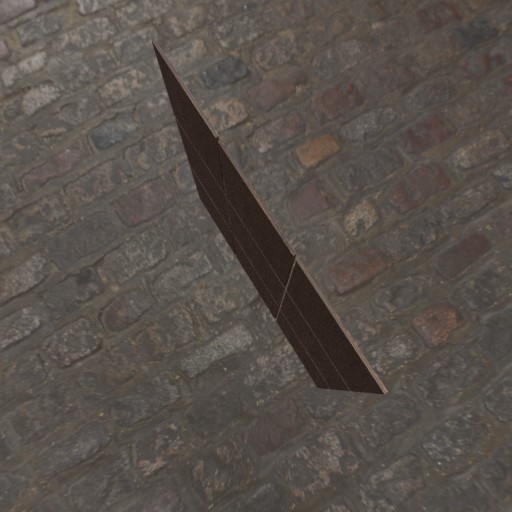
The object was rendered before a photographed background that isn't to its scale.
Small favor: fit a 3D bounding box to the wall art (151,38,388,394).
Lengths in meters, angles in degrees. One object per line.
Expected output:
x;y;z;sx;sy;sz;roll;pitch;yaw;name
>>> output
0.000;0.000;2.261;0.014;1.525;1.527;-30;76;-8;wall art
